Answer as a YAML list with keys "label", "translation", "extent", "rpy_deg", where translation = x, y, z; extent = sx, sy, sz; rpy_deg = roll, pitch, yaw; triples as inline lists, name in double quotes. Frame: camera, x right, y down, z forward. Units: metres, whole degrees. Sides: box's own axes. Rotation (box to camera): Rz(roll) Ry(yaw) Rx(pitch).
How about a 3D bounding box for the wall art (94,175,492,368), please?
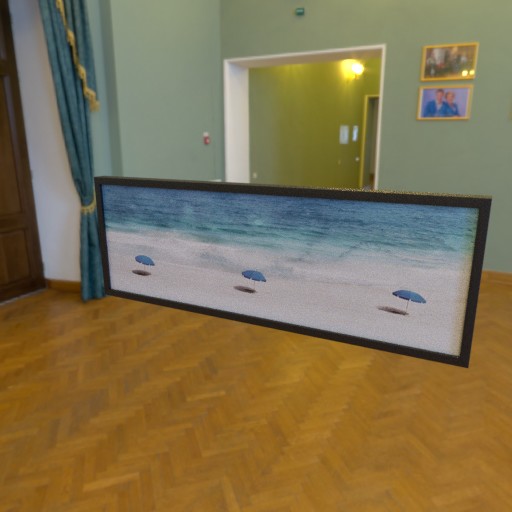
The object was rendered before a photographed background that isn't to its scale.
- label: "wall art"
  translation: [0.000, 0.000, 0.948]
  extent: [0.860, 0.303, 0.037]
  rpy_deg: [7, 17, 25]
